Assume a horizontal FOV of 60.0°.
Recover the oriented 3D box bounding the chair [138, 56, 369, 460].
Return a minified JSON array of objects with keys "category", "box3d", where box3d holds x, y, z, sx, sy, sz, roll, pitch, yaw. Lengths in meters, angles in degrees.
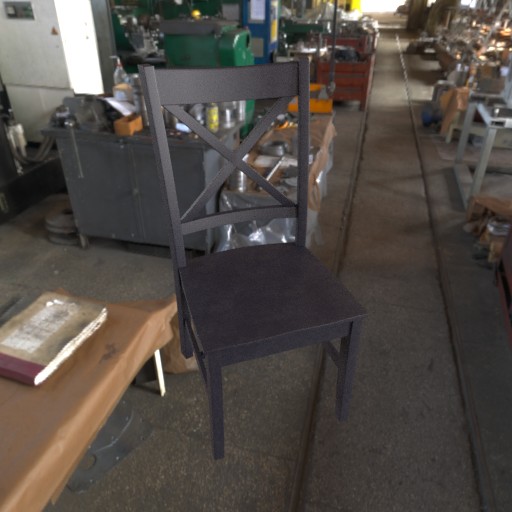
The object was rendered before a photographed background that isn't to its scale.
[{"category":"chair","box3d":[0.000,0.000,1.281,0.485,0.983,0.542,-10,33,-16]}]
